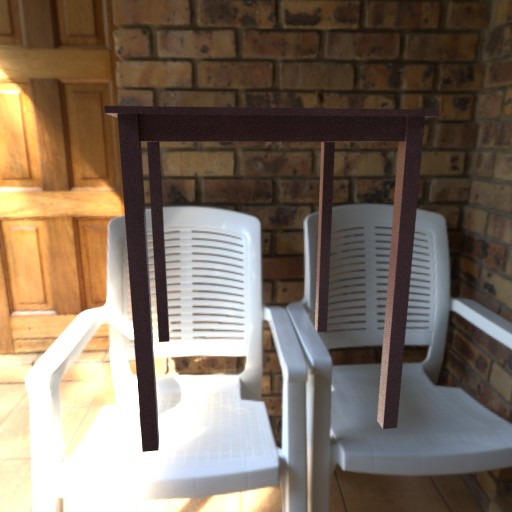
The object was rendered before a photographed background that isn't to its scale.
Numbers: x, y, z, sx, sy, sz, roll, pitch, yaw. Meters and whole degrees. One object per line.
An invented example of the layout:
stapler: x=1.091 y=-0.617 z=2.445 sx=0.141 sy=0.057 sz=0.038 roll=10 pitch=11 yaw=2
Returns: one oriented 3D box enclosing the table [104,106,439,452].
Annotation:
table: x=0.000 y=0.000 z=1.655 sx=0.861 sy=0.991 sz=0.861 roll=-2 pitch=14 yaw=-8
